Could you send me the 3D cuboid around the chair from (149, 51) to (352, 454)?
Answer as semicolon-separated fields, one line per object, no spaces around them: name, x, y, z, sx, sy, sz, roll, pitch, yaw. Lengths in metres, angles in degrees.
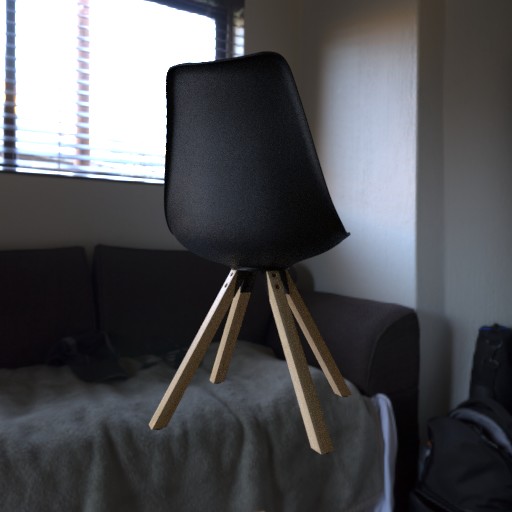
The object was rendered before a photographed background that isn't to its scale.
chair;0.000;0.000;1.188;0.485;0.850;0.549;0;2;18
